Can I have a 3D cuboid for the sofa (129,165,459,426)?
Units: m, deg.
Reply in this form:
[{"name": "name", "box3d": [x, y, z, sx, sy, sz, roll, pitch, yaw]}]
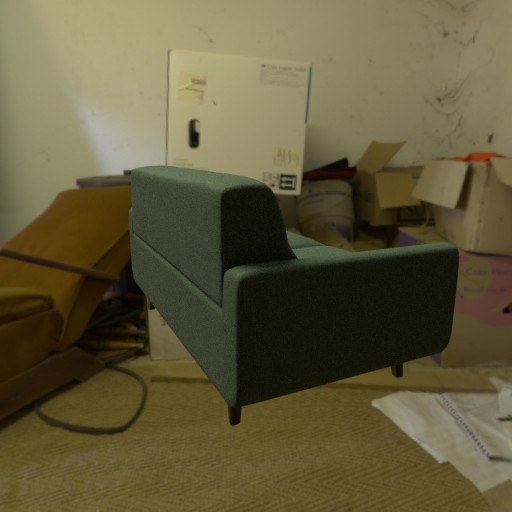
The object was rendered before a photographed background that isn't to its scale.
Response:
[{"name": "sofa", "box3d": [0.000, 0.000, 2.154, 0.909, 0.841, 1.631, -7, 15, -25]}]
